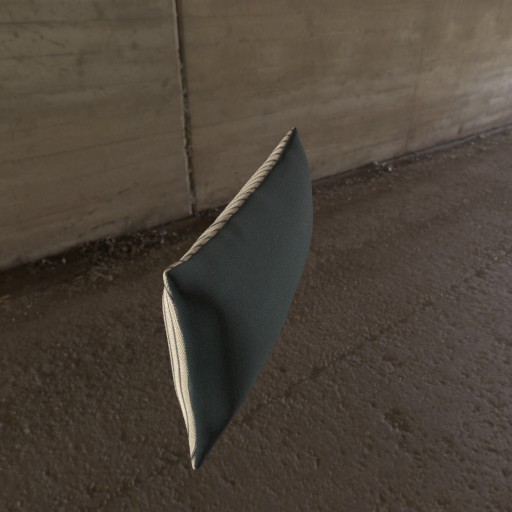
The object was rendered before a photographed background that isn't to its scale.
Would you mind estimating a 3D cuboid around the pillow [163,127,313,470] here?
[{"bbox_3d":[0.000,0.000,0.746,0.151,0.305,0.609,8,32,14],"label":"pillow"}]
